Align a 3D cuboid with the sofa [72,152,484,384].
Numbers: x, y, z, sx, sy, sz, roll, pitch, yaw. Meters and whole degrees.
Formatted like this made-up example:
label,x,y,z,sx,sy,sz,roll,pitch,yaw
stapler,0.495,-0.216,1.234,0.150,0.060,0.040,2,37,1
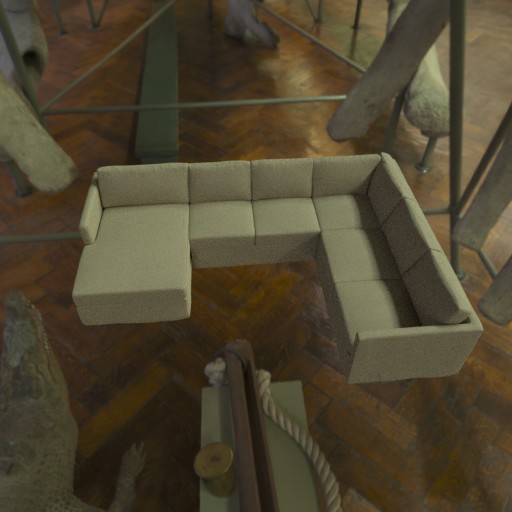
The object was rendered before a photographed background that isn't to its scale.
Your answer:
label,x,y,z,sx,sy,sz,roll,pitch,yaw
sofa,0.000,0.000,4.443,3.528,0.878,2.476,-3,46,-3
